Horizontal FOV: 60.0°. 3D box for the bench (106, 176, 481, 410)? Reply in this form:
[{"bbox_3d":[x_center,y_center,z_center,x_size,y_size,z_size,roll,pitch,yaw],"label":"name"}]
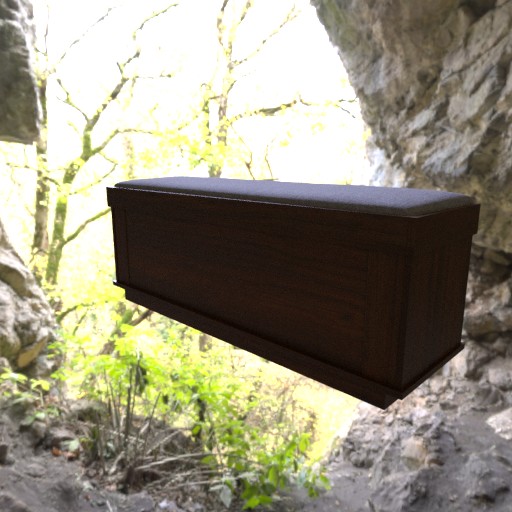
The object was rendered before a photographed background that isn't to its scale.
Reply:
[{"bbox_3d":[0.000,0.000,1.409,1.196,0.468,0.367,12,18,43],"label":"bench"}]
